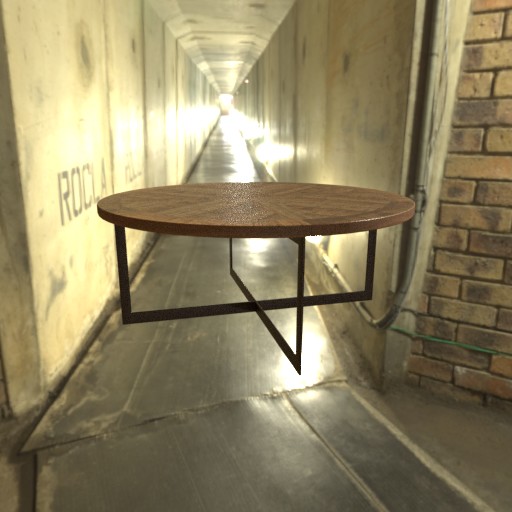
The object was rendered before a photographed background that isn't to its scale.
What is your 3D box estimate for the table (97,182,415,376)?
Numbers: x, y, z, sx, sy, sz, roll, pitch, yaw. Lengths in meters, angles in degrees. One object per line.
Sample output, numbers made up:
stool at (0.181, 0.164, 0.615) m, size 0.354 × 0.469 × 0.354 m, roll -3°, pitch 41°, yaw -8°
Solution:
table at (0.000, 0.000, 1.928) m, size 1.264 × 0.516 × 1.264 m, roll 0°, pitch 15°, yaw 0°
